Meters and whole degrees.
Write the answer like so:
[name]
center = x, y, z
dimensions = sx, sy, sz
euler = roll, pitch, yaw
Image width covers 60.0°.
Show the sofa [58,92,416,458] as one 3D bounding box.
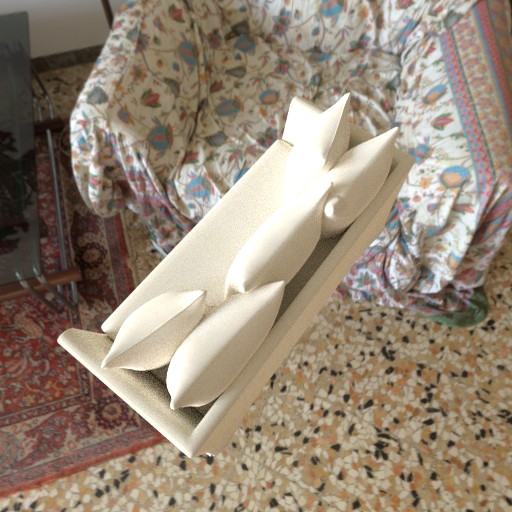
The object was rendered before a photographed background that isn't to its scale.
[sofa]
center = 0.000, 0.000, 2.858
dimensions = 1.031, 1.034, 2.290
euler = 34, 68, 16
